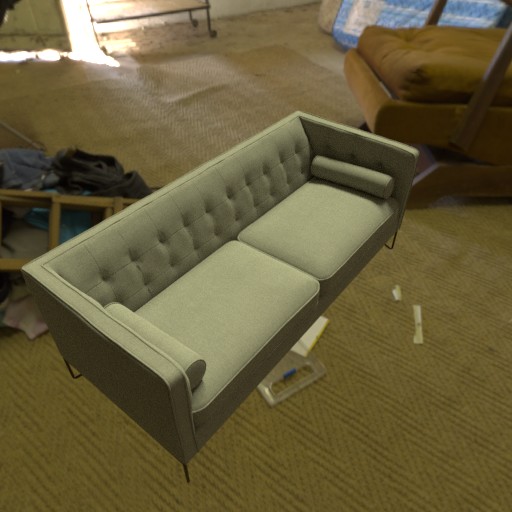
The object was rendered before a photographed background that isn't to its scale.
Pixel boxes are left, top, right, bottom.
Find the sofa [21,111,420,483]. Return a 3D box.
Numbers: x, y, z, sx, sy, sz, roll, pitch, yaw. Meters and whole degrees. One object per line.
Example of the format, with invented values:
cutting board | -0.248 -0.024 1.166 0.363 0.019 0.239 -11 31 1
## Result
sofa | 0.000 0.000 2.497 0.912 0.798 2.079 28 48 28
